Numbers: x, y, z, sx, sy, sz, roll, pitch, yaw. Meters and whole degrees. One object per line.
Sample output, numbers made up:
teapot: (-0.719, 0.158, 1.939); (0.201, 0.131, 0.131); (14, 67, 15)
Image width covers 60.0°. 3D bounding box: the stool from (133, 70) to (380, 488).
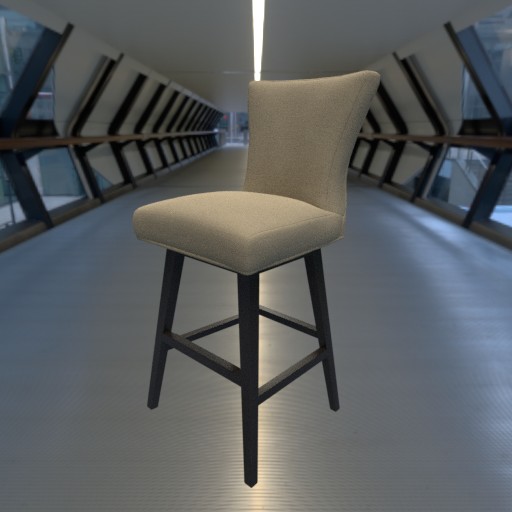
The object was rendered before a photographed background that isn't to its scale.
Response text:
stool: (0.000, 0.000, 1.400); (0.514, 1.086, 0.574); (16, 23, 42)
